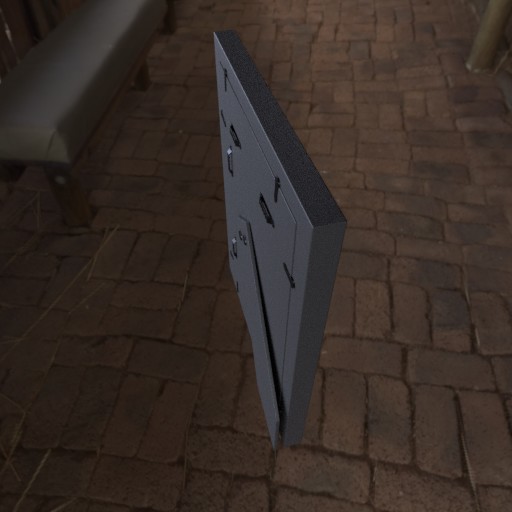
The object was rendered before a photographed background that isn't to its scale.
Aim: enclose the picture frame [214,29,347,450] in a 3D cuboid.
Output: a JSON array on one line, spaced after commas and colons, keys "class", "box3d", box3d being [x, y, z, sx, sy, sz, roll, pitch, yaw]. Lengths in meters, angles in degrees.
[{"class": "picture frame", "box3d": [0.000, 0.000, 0.512, 0.036, 0.383, 0.307, -11, 49, -10]}]
